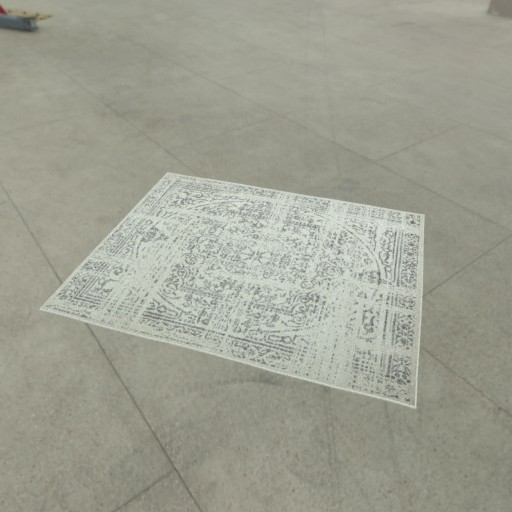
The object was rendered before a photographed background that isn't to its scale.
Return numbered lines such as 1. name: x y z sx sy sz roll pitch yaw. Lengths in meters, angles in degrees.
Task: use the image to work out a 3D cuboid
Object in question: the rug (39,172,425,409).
1. rug: 0.000 0.000 4.036 2.921 0.032 2.311 11 41 13
